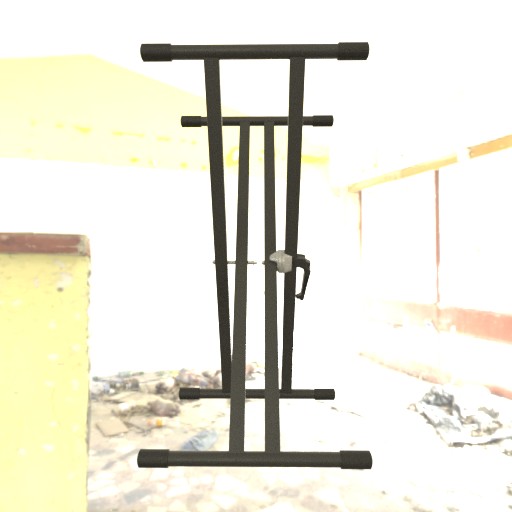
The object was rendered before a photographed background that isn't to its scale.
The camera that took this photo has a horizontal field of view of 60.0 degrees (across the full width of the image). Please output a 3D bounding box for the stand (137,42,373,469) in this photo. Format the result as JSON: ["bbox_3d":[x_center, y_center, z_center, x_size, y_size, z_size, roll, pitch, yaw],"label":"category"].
[{"bbox_3d":[0.000,0.000,1.173,0.495,0.900,0.503,0,-1,1],"label":"stand"}]
